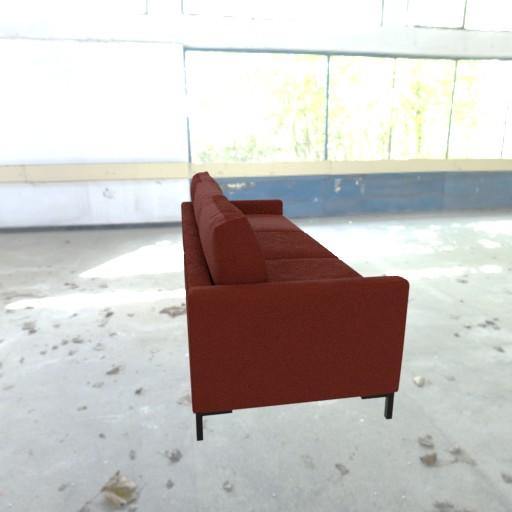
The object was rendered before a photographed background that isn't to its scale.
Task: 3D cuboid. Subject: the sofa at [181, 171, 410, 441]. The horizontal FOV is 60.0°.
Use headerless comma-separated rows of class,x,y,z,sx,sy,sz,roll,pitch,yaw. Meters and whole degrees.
sofa,0.000,0.000,2.729,0.875,0.879,2.252,-3,16,-10
